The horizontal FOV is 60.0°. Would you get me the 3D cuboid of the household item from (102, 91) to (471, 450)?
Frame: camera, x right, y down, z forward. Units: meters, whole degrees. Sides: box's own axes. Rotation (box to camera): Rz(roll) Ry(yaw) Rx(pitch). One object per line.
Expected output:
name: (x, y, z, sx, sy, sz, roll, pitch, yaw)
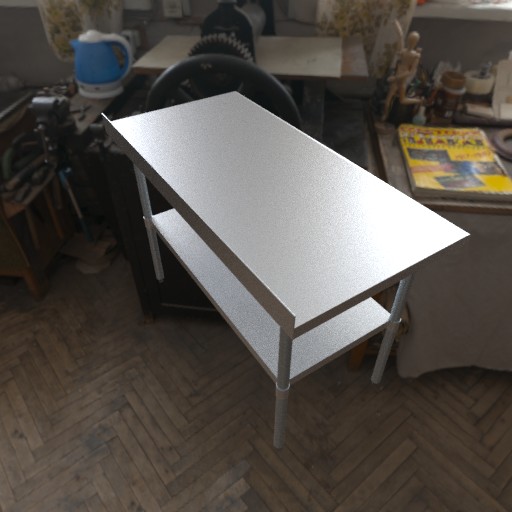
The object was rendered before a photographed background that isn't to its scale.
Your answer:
household item: (0.000, 0.000, 1.715, 0.610, 0.851, 1.219, -23, 46, -24)
